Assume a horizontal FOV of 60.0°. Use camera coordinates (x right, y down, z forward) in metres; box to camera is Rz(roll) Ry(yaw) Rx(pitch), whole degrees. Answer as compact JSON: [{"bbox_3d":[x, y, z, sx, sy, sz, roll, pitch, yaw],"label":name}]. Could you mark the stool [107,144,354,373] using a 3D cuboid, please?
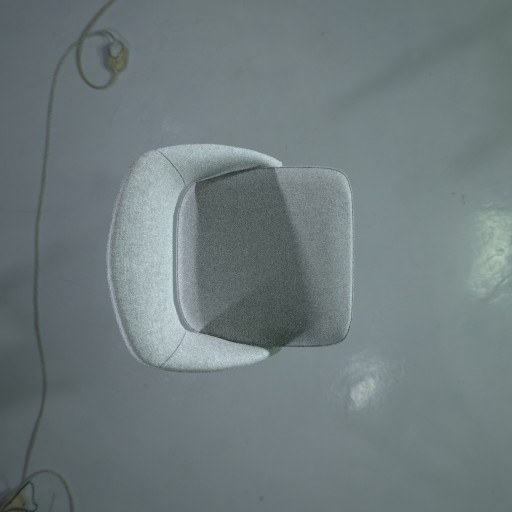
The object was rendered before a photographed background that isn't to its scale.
[{"bbox_3d":[0.000,0.000,1.230,0.509,0.940,0.494,0,91,1],"label":"stool"}]
